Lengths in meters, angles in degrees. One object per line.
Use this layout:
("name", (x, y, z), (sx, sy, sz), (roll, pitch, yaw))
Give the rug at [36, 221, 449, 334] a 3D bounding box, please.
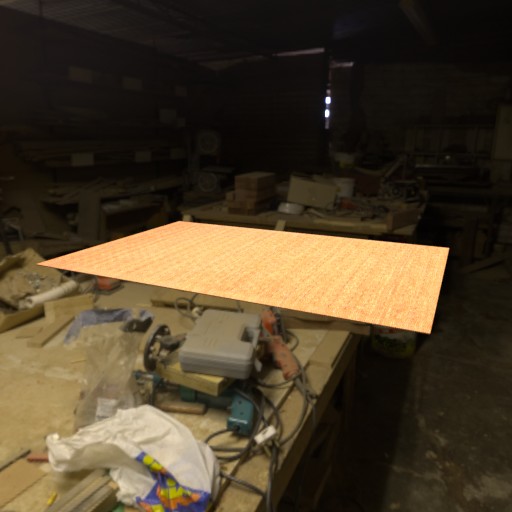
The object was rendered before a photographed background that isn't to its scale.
("rug", (0.000, 0.000, 2.929), (2.285, 0.006, 1.524), (7, 17, 24))
